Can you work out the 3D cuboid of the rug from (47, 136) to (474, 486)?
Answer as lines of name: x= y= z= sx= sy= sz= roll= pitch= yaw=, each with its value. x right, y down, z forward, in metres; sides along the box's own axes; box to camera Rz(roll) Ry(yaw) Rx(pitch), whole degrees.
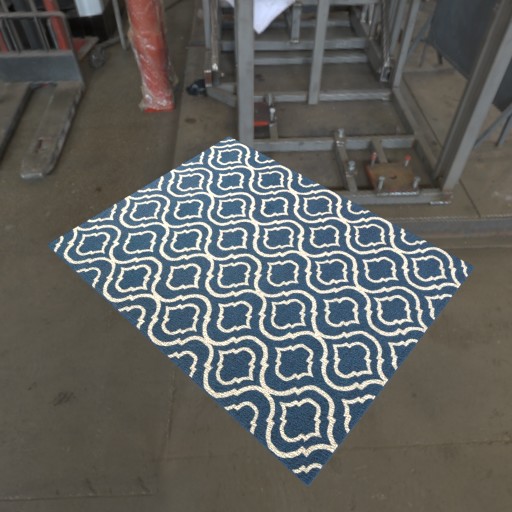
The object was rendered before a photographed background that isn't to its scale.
rug: x=0.000 y=0.000 z=3.789 sx=2.881 sy=0.020 sz=2.270 roll=34 pitch=56 yaw=27
